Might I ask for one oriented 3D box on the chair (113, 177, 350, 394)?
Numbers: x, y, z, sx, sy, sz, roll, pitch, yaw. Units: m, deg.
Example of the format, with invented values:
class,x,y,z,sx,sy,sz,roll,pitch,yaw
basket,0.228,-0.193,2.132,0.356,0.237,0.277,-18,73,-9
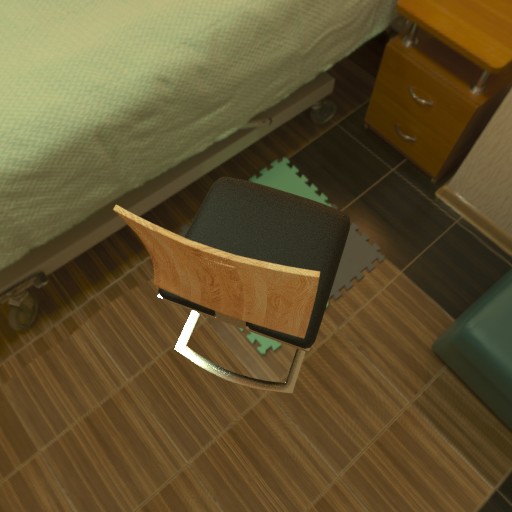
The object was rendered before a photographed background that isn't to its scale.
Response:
class,x,y,z,sx,sy,sz,roll,pitch,yaw
chair,0.000,0.000,1.258,0.462,0.936,0.560,18,65,9
